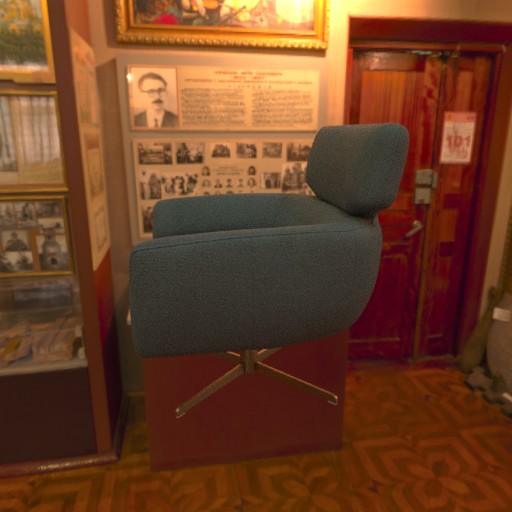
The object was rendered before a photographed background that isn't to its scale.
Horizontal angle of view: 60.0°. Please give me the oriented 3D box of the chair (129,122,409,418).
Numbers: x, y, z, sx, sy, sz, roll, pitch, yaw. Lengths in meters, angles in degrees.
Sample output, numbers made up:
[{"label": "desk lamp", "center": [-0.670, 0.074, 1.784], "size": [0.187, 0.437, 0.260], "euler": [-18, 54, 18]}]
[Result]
[{"label": "chair", "center": [0.000, 0.000, 1.422], "size": [0.761, 0.813, 0.738], "euler": [-2, 16, -8]}]
